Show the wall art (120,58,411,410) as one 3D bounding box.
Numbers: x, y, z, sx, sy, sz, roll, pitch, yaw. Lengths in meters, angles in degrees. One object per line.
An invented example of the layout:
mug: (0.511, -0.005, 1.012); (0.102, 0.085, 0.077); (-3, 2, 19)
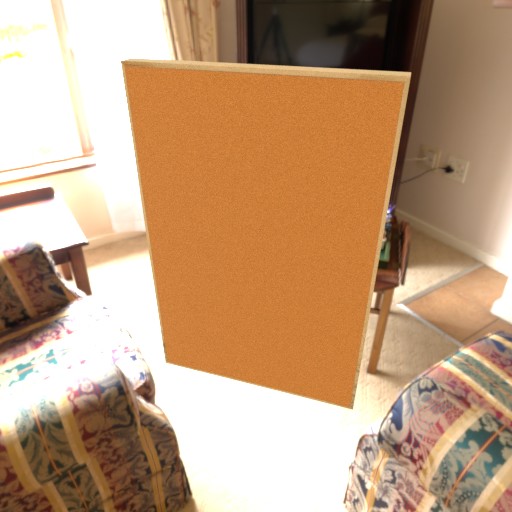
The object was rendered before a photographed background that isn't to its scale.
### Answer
wall art: (0.000, 0.000, 0.959); (0.508, 0.764, 0.038); (10, 33, 15)
